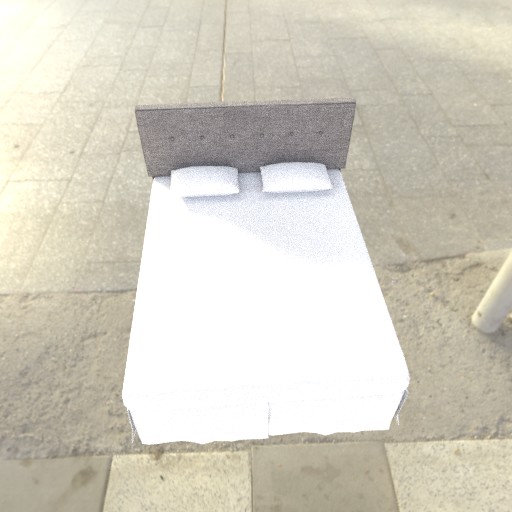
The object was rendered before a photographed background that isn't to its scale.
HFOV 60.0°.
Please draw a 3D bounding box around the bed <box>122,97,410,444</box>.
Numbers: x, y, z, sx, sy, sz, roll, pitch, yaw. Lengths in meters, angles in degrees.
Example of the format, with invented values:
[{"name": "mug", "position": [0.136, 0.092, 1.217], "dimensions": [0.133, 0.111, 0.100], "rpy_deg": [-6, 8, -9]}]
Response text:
[{"name": "bed", "position": [0.000, 0.000, 2.919], "dimensions": [1.621, 1.168, 1.958], "rpy_deg": [-3, 46, -3]}]
